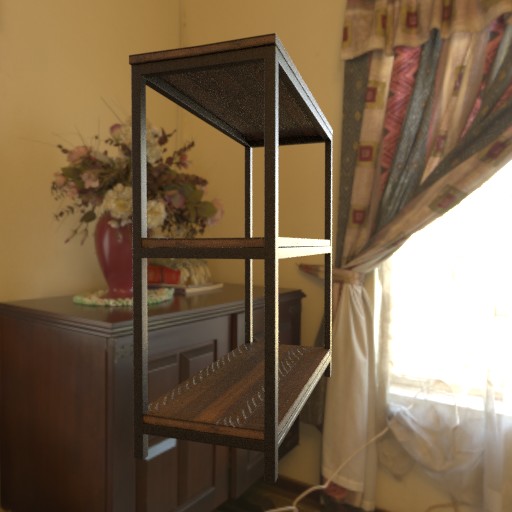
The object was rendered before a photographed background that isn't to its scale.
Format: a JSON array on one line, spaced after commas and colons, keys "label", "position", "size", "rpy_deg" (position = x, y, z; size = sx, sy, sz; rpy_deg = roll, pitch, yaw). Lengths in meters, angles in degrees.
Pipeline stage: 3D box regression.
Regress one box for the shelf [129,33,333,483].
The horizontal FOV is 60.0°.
[{"label": "shelf", "position": [0.000, 0.000, 1.375], "size": [0.352, 0.947, 0.822], "rpy_deg": [0, 2, 18]}]
